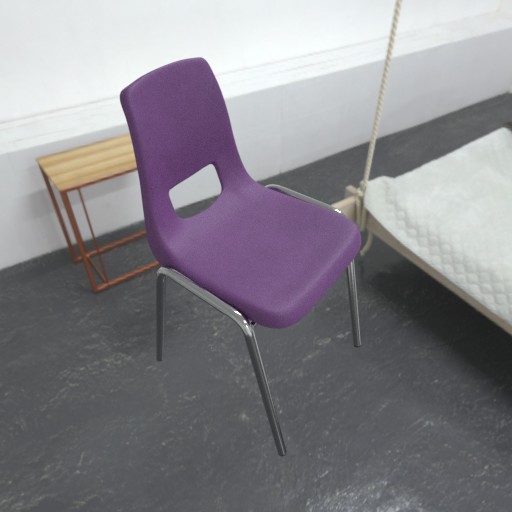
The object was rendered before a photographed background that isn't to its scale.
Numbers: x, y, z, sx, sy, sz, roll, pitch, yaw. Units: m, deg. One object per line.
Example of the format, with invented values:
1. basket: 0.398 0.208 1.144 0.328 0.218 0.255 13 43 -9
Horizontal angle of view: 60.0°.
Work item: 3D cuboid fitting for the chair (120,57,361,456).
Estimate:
1. chair: 0.000 0.000 0.947 0.432 0.704 0.381 27 49 26
